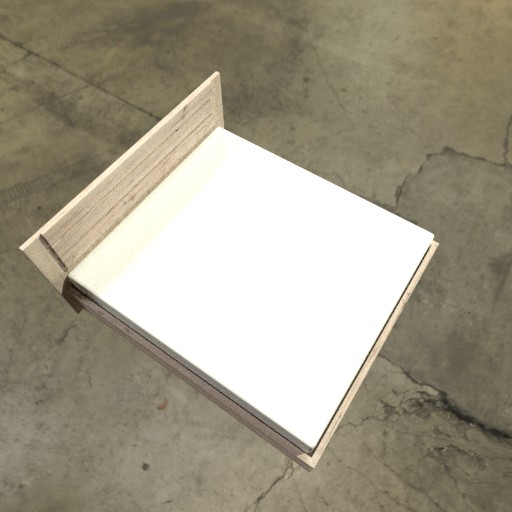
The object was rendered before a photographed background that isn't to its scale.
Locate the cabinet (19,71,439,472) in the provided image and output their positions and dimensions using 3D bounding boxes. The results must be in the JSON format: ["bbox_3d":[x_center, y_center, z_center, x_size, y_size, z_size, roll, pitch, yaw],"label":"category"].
[{"bbox_3d":[0.000,0.000,3.146,2.080,0.970,1.950,30,64,17],"label":"cabinet"}]
